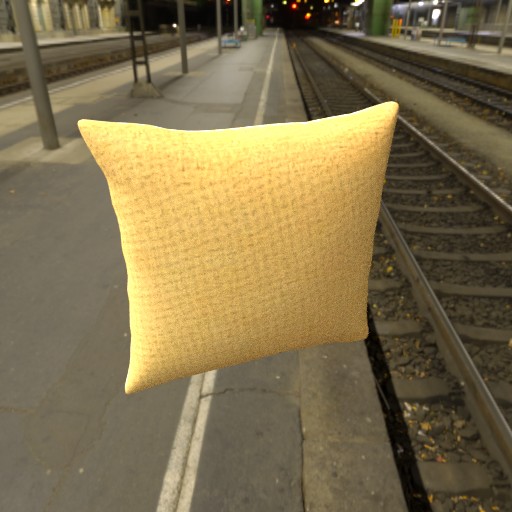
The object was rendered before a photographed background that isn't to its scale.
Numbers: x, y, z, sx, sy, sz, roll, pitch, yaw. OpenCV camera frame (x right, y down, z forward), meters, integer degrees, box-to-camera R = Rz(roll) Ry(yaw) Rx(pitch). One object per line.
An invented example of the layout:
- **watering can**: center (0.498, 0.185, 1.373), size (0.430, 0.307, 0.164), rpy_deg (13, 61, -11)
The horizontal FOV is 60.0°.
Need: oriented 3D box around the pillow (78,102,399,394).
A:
- **pillow**: center (0.000, 0.000, 0.640), size (0.419, 0.407, 0.173), rpy_deg (-9, 29, -16)
